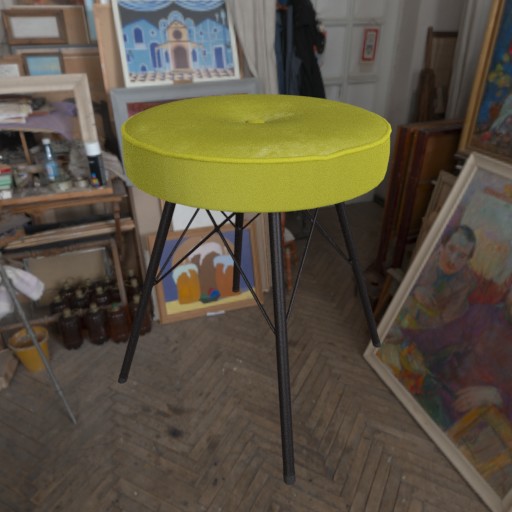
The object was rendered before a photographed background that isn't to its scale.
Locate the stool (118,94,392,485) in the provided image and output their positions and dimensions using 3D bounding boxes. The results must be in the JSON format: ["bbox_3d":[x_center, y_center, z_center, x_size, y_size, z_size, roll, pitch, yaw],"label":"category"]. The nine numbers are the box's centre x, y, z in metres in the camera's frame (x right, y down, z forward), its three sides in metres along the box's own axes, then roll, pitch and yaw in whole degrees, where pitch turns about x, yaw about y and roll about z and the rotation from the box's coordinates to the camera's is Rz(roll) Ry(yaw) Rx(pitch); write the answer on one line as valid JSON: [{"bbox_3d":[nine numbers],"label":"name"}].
[{"bbox_3d":[0.000,0.000,0.802,0.409,0.508,0.409,18,34,29],"label":"stool"}]
